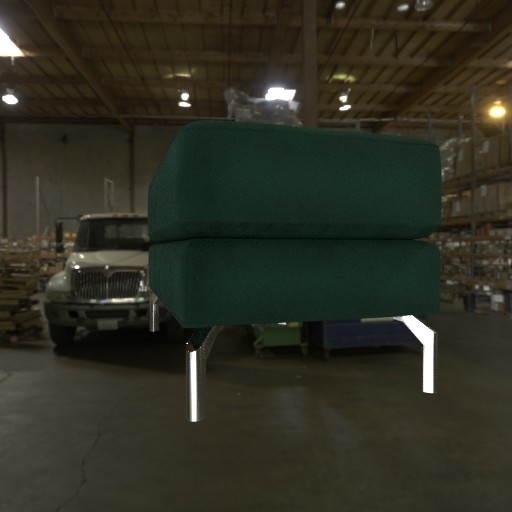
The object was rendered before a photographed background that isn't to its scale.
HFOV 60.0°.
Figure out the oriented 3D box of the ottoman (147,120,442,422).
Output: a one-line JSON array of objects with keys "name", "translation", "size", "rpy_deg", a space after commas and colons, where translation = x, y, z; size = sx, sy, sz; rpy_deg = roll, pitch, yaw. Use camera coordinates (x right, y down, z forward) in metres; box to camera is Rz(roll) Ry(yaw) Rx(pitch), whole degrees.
[{"name": "ottoman", "translation": [0.000, 0.000, 1.218], "size": [0.536, 0.533, 0.886], "rpy_deg": [0, 1, -17]}]
